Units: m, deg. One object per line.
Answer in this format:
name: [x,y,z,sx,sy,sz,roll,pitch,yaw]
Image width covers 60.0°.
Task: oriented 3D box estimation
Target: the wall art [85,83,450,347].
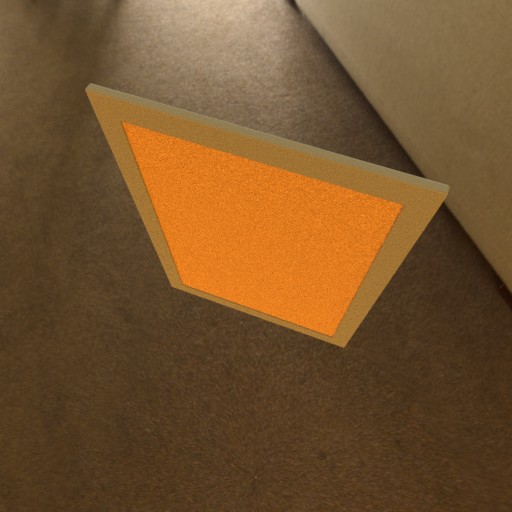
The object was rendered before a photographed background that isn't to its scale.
wall art: [0.000,0.000,0.668,0.374,0.529,0.012,18,65,9]
